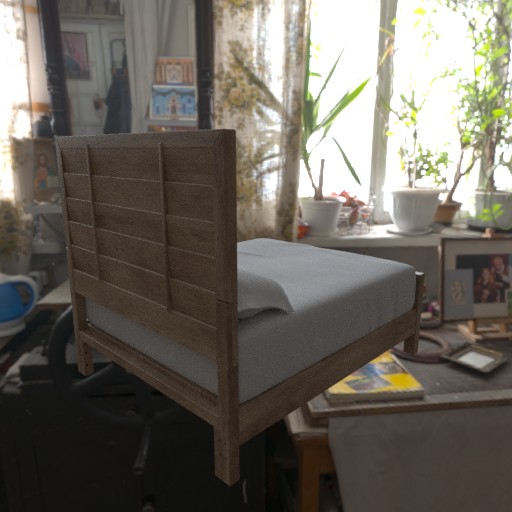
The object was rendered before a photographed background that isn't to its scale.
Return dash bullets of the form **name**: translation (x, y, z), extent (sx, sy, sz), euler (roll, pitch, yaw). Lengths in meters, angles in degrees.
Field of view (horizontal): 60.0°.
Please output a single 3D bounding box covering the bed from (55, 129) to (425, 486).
- **bed**: translation (0.000, 0.000, 3.156), extent (1.615, 1.631, 2.017), euler (13, 19, 43)
